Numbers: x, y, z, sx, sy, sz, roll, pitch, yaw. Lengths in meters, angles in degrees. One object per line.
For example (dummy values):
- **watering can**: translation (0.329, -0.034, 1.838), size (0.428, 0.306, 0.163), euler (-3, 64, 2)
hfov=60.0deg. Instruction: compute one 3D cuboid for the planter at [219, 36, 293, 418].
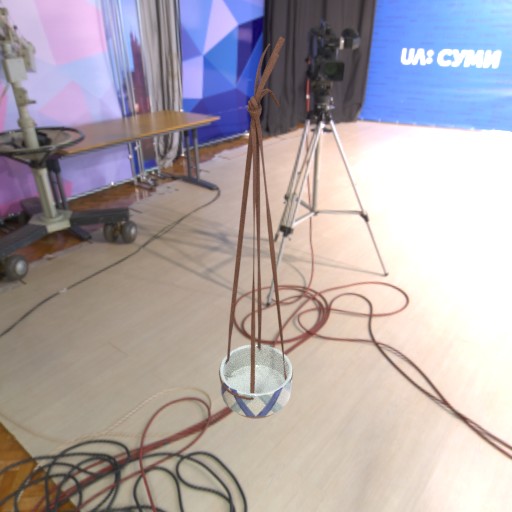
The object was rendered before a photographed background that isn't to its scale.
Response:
- **planter**: translation (0.000, 0.000, 0.850), size (0.166, 0.751, 0.166), euler (0, 30, 0)
